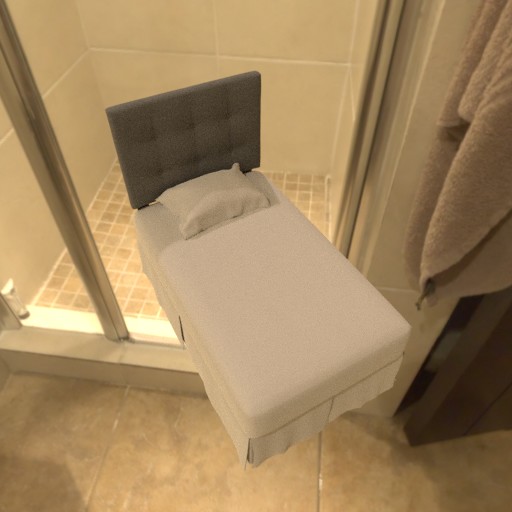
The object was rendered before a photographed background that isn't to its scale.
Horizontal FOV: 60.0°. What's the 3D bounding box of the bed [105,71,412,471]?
[{"bbox_3d":[0.000,0.000,3.025,1.261,1.571,1.997,-23,51,-20],"label":"bed"}]
